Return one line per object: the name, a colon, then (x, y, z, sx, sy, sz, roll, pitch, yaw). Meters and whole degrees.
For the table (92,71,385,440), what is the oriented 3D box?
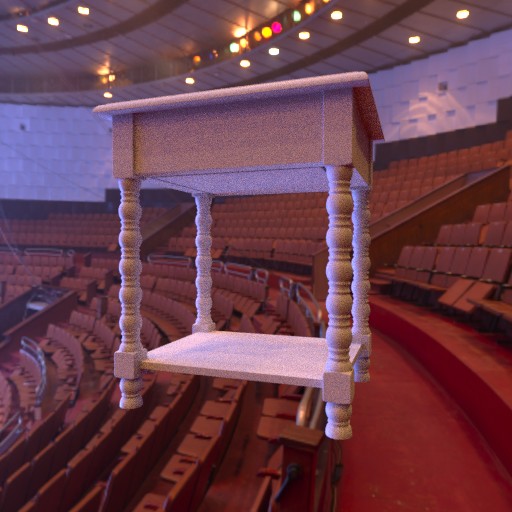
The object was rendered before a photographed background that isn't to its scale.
table: (0.000, 0.000, 0.865, 0.460, 0.531, 0.381, 0, 1, 19)
